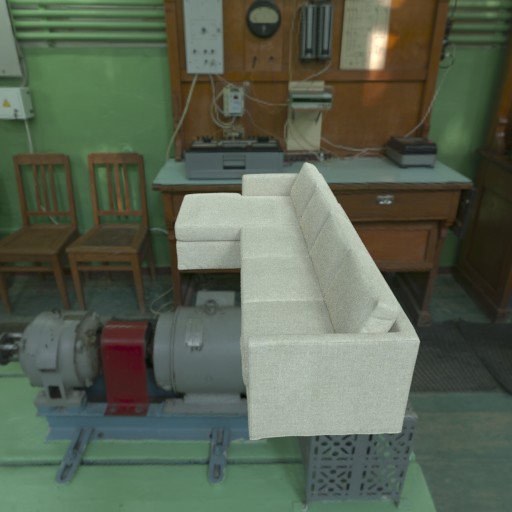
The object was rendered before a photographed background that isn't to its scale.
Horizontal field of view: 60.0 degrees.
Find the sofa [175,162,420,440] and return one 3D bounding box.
[{"bbox_3d":[0.000,0.000,3.875,1.650,0.922,3.205,-1,27,-2],"label":"sofa"}]
